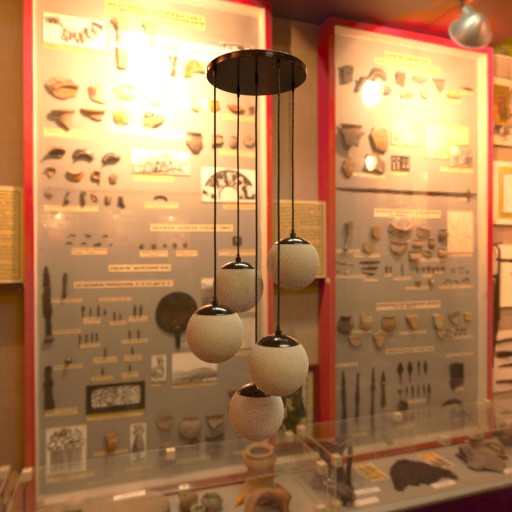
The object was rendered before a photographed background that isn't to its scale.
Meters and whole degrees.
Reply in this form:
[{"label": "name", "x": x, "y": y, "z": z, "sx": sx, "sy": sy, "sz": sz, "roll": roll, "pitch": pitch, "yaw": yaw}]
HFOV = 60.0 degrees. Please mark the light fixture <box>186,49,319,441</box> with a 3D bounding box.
[{"label": "light fixture", "x": 0.000, "y": 0.000, "z": 1.532, "sx": 0.489, "sy": 1.271, "sz": 0.484, "roll": 0, "pitch": 1, "yaw": -18}]
